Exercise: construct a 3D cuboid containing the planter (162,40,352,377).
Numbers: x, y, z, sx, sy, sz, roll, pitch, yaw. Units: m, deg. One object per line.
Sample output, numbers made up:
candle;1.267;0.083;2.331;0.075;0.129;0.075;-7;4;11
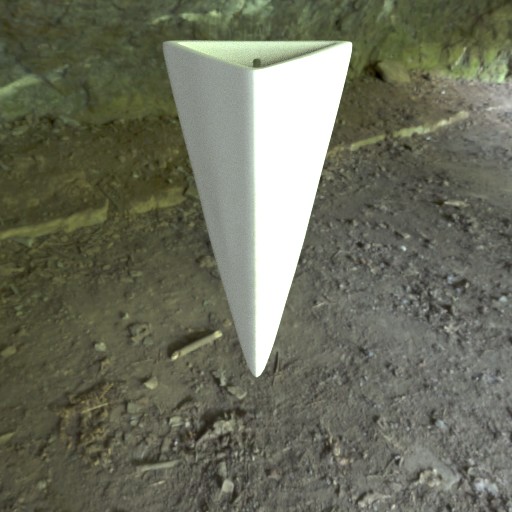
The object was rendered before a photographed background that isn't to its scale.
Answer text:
planter;0.000;0.000;0.390;0.143;0.338;0.065;1;29;1
